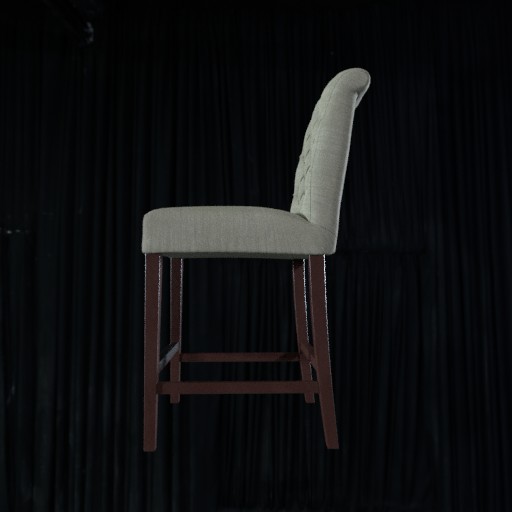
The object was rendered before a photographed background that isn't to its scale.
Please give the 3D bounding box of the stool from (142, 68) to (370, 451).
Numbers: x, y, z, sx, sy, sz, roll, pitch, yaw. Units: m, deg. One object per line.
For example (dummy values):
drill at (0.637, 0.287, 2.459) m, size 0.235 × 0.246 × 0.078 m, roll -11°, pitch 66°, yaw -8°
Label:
stool at (0.000, 0.000, 1.468) m, size 0.660 × 1.084 × 0.486 m, roll 0°, pitch -2°, yaw -1°
